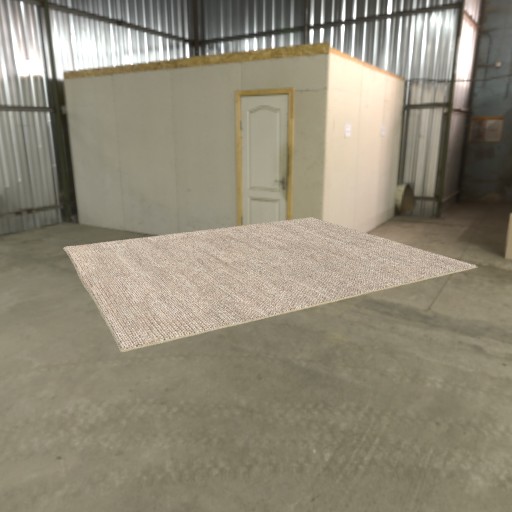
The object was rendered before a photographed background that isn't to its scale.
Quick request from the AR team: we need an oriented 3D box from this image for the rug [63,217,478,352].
[{"bbox_3d":[0.000,0.000,4.128,3.052,0.030,2.429,-9,19,-28],"label":"rug"}]
